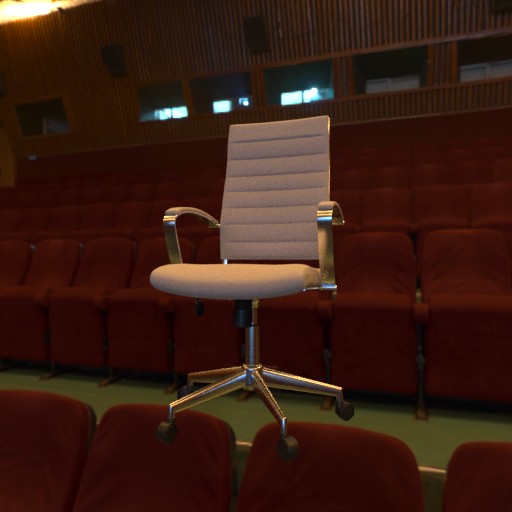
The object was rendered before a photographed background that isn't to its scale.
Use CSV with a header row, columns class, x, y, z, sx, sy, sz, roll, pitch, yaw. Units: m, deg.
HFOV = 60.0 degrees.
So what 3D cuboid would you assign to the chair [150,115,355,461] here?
class,x,y,z,sx,sy,sz,roll,pitch,yaw
chair,0.000,0.000,1.591,0.679,1.149,0.667,0,0,18
